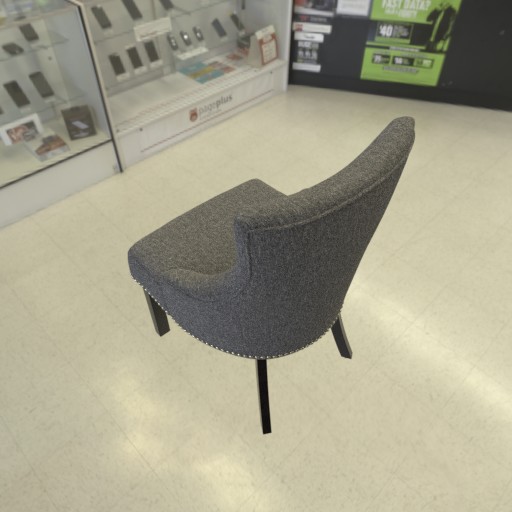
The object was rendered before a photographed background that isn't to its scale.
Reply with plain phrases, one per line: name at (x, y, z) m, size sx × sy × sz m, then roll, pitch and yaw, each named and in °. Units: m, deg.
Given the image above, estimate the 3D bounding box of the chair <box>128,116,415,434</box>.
chair at (0.000, 0.000, 1.301) m, size 0.566 × 0.909 × 0.629 m, roll -33°, pitch 55°, yaw -27°
